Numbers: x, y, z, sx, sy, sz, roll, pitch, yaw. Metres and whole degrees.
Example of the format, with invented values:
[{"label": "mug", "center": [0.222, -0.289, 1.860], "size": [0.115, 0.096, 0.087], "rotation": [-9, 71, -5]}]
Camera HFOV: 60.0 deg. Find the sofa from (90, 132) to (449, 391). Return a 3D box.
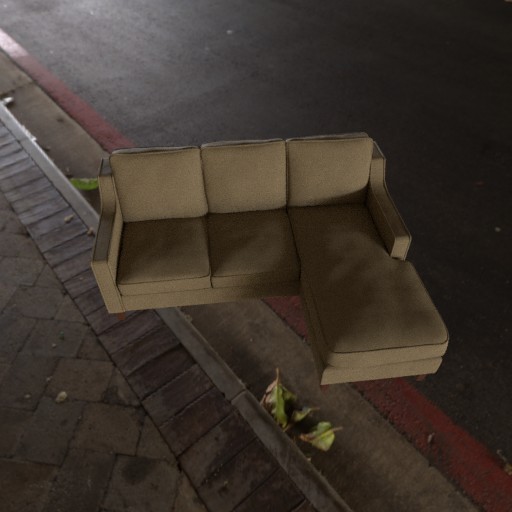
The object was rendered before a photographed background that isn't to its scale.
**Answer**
[{"label": "sofa", "center": [0.000, 0.000, 3.303], "size": [2.317, 1.066, 1.858], "rotation": [-5, 46, -5]}]
